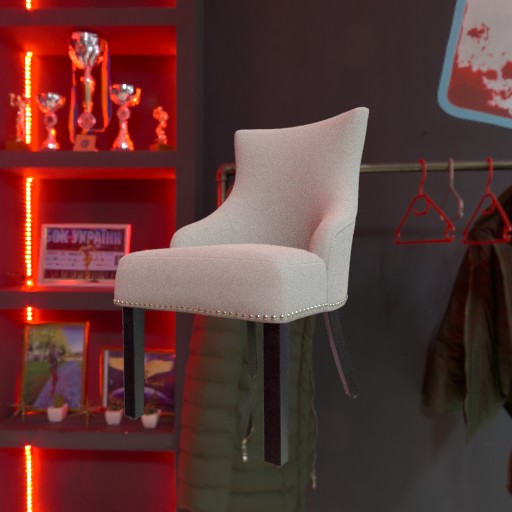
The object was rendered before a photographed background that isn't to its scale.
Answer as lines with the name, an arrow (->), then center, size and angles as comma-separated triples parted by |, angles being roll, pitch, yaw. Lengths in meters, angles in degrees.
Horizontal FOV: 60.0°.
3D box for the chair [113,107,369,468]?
chair -> 0.000, 0.000, 1.308 | 0.566, 0.909, 0.629 | 1, 1, 35
